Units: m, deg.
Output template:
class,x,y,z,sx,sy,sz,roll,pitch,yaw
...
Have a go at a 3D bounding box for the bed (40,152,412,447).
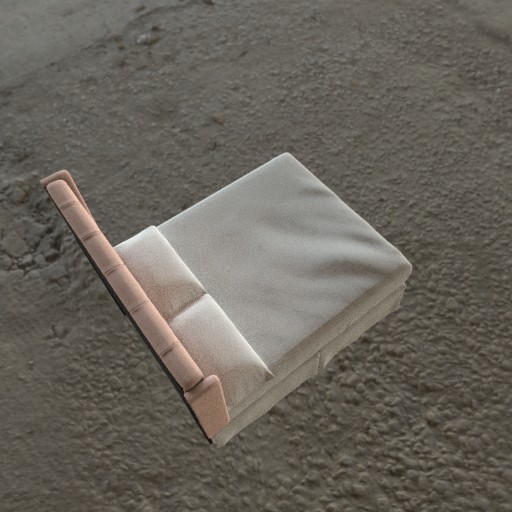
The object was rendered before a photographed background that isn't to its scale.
class,x,y,z,sx,sy,sz,roll,pitch,yaw
bed,0.000,0.000,3.399,2.066,1.665,1.719,-33,64,-18
